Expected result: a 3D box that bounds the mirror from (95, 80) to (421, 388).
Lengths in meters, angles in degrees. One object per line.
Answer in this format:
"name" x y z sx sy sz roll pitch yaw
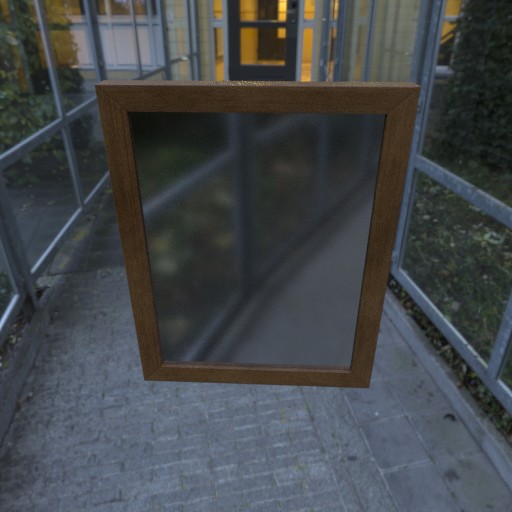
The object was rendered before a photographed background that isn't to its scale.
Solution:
"mirror" 0.000 0.000 0.691 0.405 0.508 0.041 1 29 2
